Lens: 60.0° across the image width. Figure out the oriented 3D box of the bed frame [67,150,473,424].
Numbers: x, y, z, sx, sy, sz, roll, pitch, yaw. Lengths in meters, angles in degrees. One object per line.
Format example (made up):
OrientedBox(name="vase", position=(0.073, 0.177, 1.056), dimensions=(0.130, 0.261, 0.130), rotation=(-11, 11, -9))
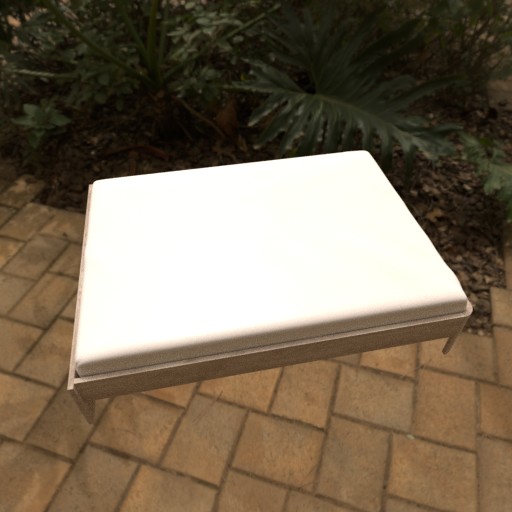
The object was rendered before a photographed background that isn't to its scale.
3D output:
OrientedBox(name="bed frame", position=(0.000, 0.000, 2.634), dimensions=(1.950, 0.462, 1.490), rotation=(-8, 46, -8))
